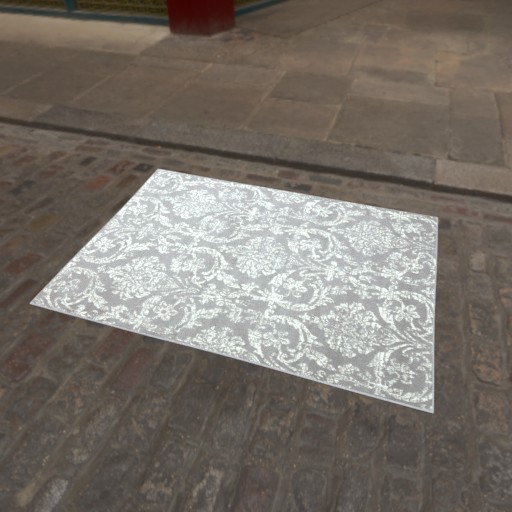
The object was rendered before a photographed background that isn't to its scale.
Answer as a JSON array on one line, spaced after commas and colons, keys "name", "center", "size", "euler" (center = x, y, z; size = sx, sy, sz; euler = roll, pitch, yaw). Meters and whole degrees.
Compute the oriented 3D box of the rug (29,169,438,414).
[{"name": "rug", "center": [0.000, 0.000, 2.832], "size": [2.206, 0.014, 1.578], "euler": [12, 43, 13]}]
